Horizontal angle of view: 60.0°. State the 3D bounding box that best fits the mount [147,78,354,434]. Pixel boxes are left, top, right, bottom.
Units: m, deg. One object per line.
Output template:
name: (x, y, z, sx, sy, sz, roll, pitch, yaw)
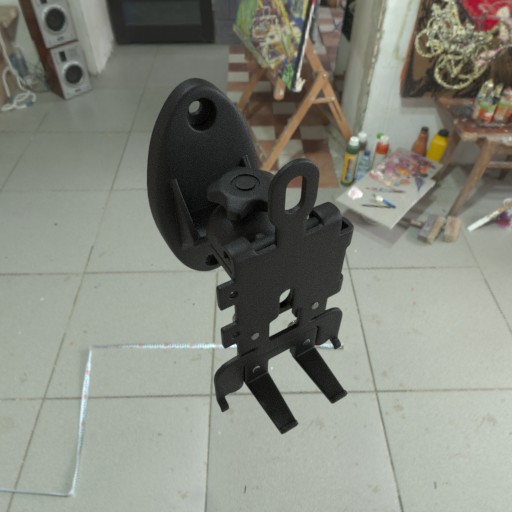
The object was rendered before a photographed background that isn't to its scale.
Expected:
mount: (0.000, 0.000, 0.180, 0.066, 0.118, 0.100, -23, 51, -21)
